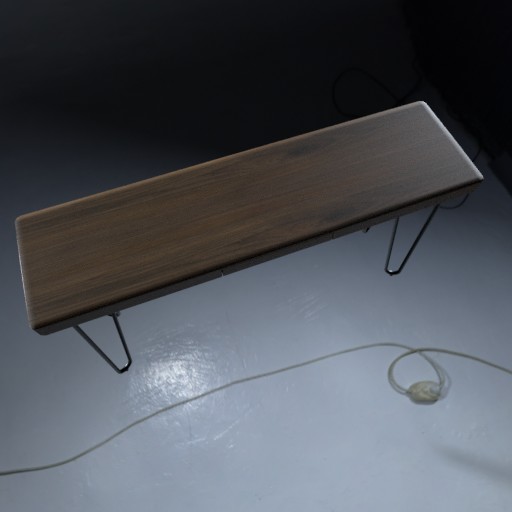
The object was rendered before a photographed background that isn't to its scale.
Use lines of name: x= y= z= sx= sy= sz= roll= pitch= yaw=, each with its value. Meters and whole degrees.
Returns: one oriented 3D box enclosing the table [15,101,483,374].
table: x=0.000 y=0.000 z=1.884 sx=1.570 sy=0.834 sz=0.425 roll=-18 pitch=63 yaw=-10
